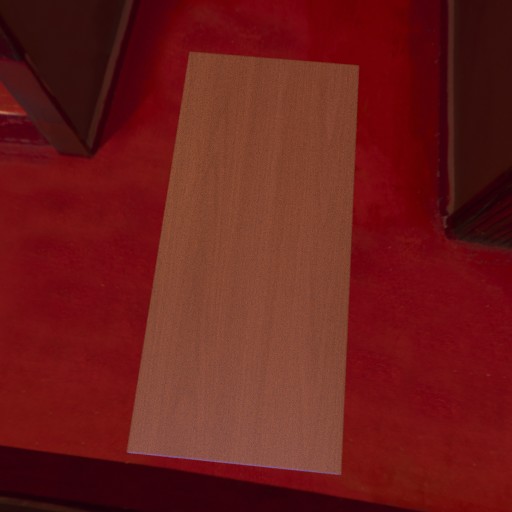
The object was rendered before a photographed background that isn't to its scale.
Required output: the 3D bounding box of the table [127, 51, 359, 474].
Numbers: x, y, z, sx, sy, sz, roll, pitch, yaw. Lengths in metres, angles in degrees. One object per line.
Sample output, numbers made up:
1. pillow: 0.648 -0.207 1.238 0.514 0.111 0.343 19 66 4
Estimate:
1. table: 0.000 0.000 1.354 0.500 0.400 1.100 5 75 1
